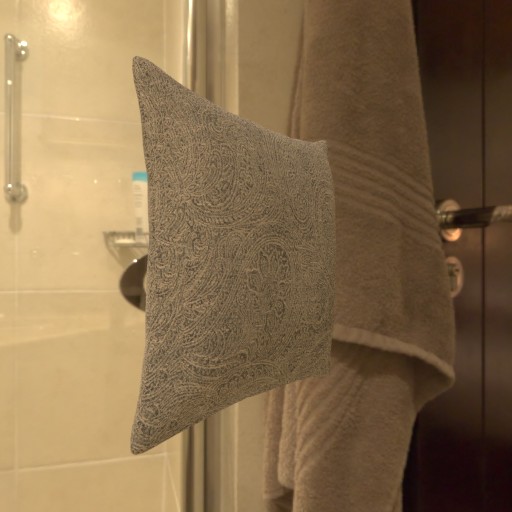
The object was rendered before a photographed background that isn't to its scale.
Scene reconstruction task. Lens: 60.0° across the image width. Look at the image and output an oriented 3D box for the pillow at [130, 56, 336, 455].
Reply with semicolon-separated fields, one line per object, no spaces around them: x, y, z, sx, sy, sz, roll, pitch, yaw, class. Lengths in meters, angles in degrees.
0.000;0.000;0.762;0.166;0.510;0.523;-1;-1;37;pillow
